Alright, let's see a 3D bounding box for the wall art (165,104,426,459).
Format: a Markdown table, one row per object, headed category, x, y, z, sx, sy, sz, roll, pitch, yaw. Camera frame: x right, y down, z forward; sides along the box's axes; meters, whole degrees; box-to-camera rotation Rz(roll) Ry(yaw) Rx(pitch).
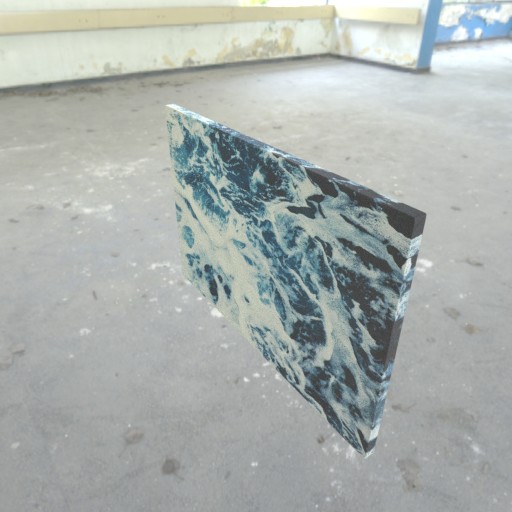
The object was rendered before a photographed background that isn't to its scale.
| category | x | y | z | sx | sy | sz | roll | pitch | yaw |
| --- | --- | --- | --- | --- | --- | --- | --- | --- | --- |
| wall art | 0.000 | 0.000 | 1.953 | 0.055 | 1.017 | 1.524 | -20 | 37 | -29 |
